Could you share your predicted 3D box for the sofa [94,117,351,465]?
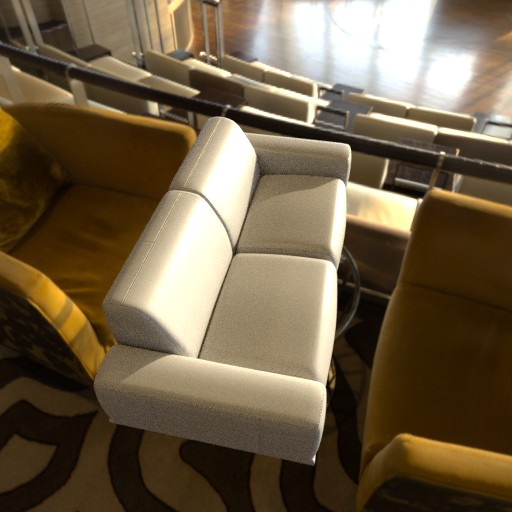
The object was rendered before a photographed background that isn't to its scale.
[{"bbox_3d":[0.000,0.000,2.340,0.900,0.772,1.901,8,46,8],"label":"sofa"}]
